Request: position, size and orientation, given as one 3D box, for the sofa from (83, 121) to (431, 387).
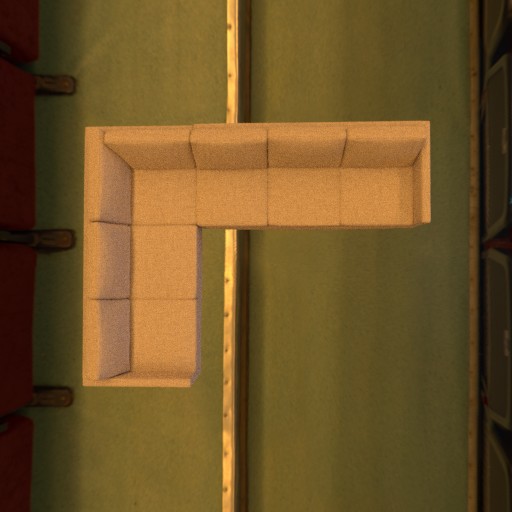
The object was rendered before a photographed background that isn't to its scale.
[{"bbox_3d":[0.000,0.000,4.276,3.182,0.863,2.432,0,89,2],"label":"sofa"}]
